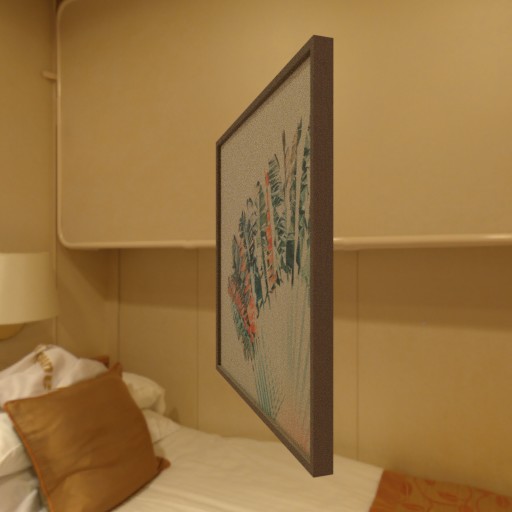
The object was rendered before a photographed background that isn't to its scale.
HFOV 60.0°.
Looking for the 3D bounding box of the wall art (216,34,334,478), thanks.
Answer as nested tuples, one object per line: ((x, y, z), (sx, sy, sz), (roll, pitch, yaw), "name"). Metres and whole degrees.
((0.000, 0.000, 1.127), (0.038, 0.758, 0.761), (0, 0, -18), "wall art")
